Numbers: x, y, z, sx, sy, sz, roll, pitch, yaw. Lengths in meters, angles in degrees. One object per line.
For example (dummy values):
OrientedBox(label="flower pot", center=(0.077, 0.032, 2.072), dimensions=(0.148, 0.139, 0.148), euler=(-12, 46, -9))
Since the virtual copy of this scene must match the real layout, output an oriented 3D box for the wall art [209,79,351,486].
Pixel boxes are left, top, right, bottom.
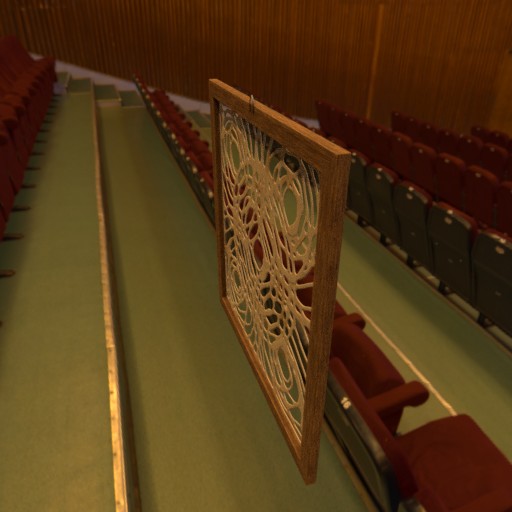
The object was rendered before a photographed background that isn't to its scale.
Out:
OrientedBox(label="wall art", center=(0.000, 0.000, 0.827), dimensions=(0.021, 0.576, 0.561), euler=(-10, 31, -16))
